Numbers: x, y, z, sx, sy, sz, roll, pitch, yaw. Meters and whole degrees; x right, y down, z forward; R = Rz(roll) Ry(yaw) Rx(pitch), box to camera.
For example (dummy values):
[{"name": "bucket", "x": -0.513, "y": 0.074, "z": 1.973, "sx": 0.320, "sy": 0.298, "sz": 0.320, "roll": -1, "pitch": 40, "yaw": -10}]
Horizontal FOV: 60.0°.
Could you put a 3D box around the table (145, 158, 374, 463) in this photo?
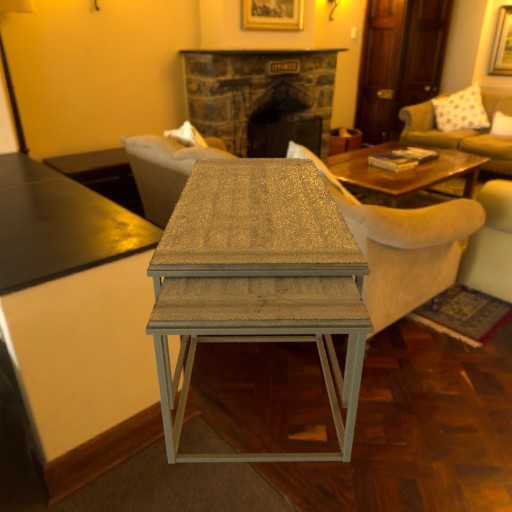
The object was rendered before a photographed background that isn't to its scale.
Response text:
[{"name": "table", "x": 0.000, "y": 0.000, "z": 1.494, "sx": 0.489, "sy": 0.427, "sz": 1.312, "roll": 0, "pitch": 26, "yaw": -1}]
